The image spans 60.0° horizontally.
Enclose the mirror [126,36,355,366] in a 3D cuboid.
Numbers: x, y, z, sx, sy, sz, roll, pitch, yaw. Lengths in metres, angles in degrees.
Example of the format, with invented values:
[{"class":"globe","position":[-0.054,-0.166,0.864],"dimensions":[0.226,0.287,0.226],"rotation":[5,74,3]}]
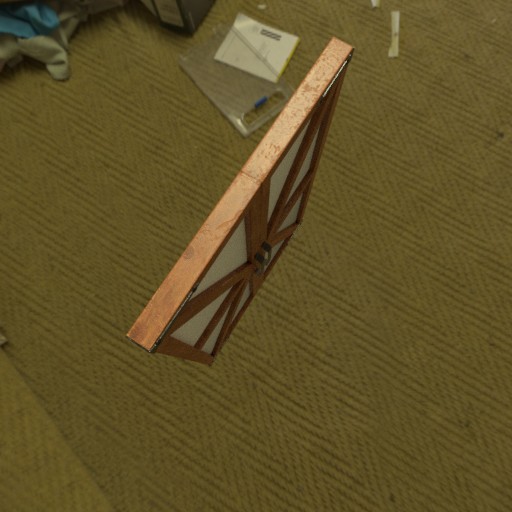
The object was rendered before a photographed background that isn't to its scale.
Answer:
[{"class":"mirror","position":[0.000,0.000,0.956],"dimensions":[0.053,0.761,0.517],"rotation":[31,77,8]}]
